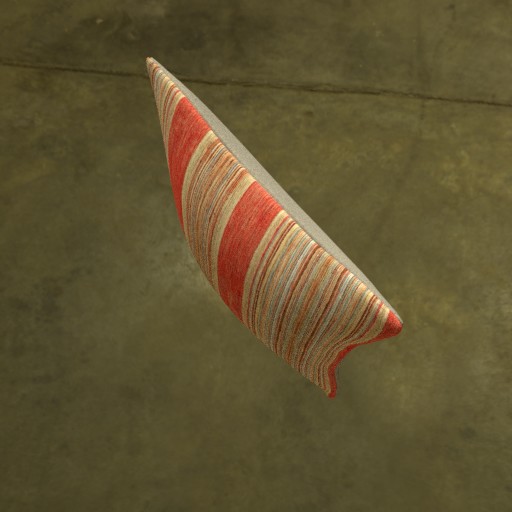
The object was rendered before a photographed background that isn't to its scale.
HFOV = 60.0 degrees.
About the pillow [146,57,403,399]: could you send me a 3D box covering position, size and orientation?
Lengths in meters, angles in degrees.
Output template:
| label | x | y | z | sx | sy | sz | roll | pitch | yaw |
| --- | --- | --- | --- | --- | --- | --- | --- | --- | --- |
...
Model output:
| label | x | y | z | sx | sy | sz | roll | pitch | yaw |
| --- | --- | --- | --- | --- | --- | --- | --- | --- | --- |
| pillow | 0.000 | 0.000 | 0.649 | 0.136 | 0.419 | 0.437 | -35 | 69 | -15 |
